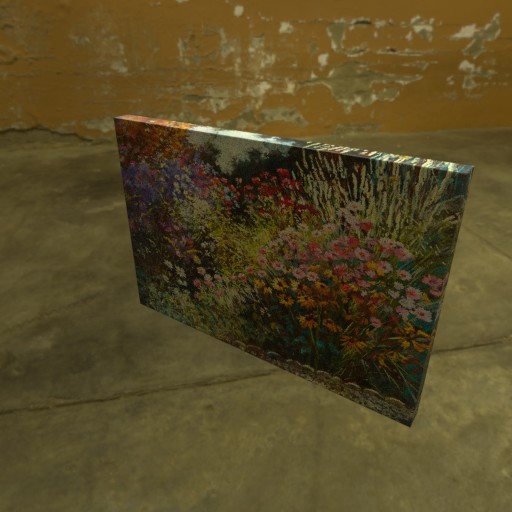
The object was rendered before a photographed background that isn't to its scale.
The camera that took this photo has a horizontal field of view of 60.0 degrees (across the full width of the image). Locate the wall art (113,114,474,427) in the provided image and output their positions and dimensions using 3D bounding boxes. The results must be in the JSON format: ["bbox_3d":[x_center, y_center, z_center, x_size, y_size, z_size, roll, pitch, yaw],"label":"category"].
[{"bbox_3d":[0.000,0.000,0.764,0.610,0.406,0.037,18,32,30],"label":"wall art"}]
